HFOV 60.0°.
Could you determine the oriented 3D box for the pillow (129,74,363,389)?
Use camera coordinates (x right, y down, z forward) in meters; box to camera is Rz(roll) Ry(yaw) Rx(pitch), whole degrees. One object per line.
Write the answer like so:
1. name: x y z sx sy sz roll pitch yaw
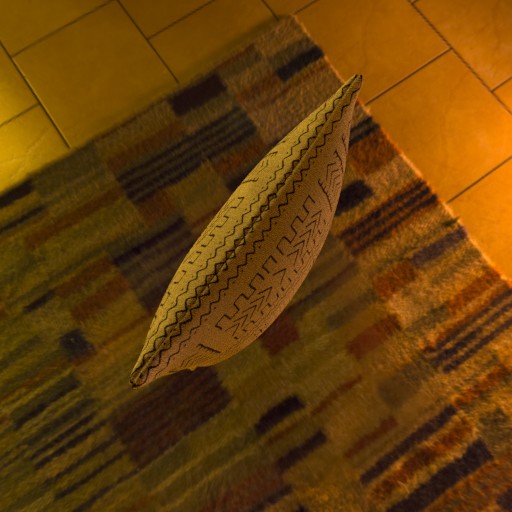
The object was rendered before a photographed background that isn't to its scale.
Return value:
1. pillow: 0.000 0.000 0.683 0.164 0.430 0.438 34 80 7
